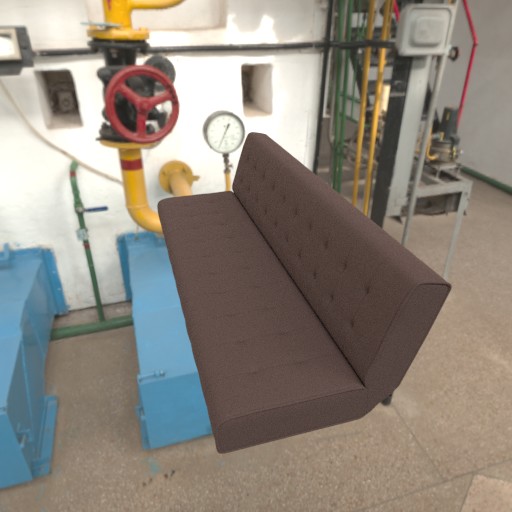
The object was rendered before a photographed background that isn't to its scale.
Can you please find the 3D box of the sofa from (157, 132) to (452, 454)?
[{"bbox_3d":[0.000,0.000,2.031,0.747,0.699,1.703,-8,31,-14],"label":"sofa"}]
